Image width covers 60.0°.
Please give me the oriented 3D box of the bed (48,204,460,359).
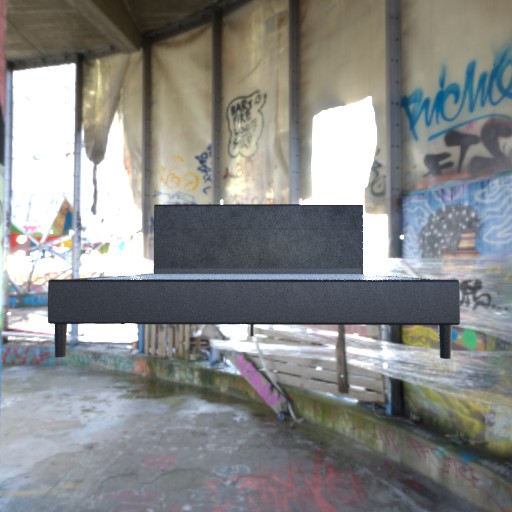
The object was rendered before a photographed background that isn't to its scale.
[{"bbox_3d":[0.000,0.000,3.240,2.018,1.046,2.152,0,-1,1],"label":"bed"}]
